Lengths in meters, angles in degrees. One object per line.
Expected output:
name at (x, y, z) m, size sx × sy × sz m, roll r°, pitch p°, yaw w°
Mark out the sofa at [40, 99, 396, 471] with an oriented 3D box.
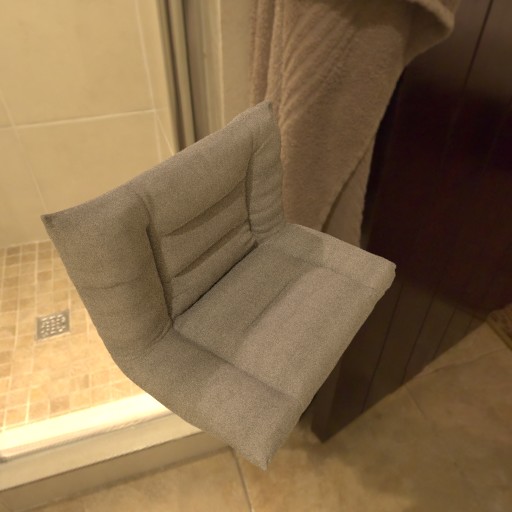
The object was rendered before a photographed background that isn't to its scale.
sofa at (0.000, 0.000, 1.699) m, size 0.847 × 0.795 × 1.144 m, roll 25°, pitch 47°, yaw 25°
